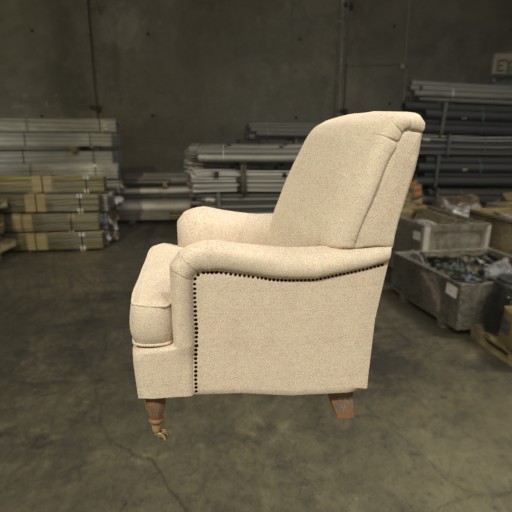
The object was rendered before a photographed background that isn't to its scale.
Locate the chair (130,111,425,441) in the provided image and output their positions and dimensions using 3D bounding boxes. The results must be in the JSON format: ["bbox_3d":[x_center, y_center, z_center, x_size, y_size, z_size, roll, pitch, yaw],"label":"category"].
[{"bbox_3d":[0.000,0.000,1.824,0.953,1.119,0.879,-2,14,-8],"label":"chair"}]
